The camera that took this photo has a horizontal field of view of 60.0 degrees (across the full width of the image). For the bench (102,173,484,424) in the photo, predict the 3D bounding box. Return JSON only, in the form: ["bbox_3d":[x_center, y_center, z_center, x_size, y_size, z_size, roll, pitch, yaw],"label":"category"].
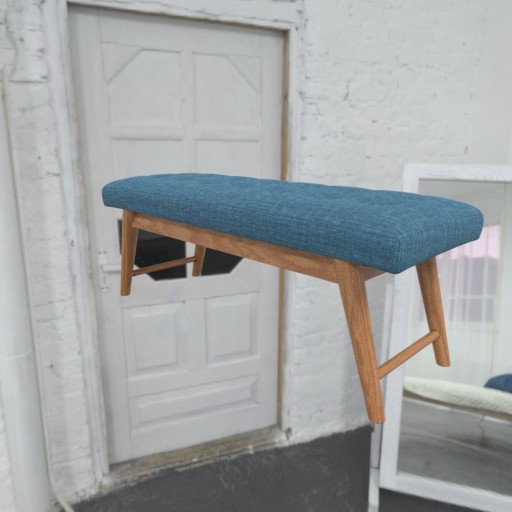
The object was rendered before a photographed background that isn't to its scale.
[{"bbox_3d":[0.000,0.000,1.324,0.406,0.432,1.118,-15,21,-43],"label":"bench"}]
